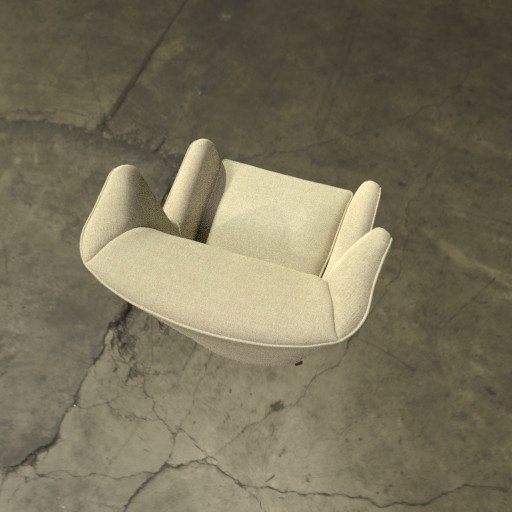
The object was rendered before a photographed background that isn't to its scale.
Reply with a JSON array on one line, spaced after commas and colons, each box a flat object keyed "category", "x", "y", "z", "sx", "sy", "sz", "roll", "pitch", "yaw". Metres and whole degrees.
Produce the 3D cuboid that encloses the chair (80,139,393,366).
[{"category": "chair", "x": 0.000, "y": 0.000, "z": 1.735, "sx": 0.838, "sy": 1.040, "sz": 0.966, "roll": 16, "pitch": 64, "yaw": 8}]
